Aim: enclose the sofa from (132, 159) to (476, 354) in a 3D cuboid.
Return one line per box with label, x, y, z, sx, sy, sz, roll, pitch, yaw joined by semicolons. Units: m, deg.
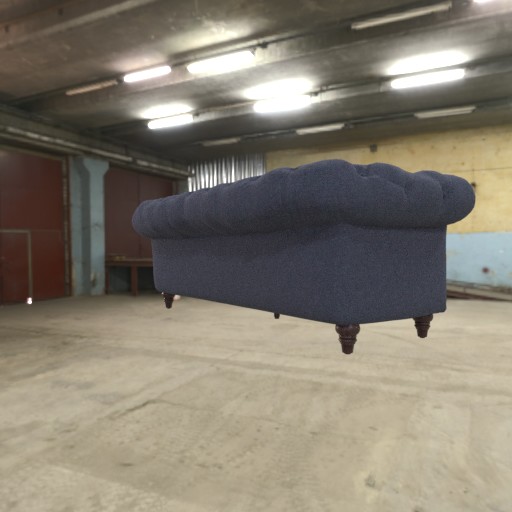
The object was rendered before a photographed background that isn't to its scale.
sofa;0.000;0.000;2.807;1.046;0.836;2.335;0;1;-35
